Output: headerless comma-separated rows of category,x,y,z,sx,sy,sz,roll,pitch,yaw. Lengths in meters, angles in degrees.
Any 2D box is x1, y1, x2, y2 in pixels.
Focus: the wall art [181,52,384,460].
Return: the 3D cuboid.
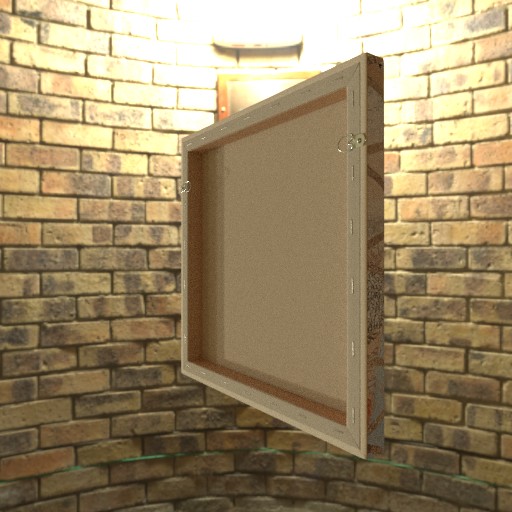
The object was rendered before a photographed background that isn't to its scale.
wall art,0.000,0.000,0.760,0.038,0.508,0.507,0,0,-36
